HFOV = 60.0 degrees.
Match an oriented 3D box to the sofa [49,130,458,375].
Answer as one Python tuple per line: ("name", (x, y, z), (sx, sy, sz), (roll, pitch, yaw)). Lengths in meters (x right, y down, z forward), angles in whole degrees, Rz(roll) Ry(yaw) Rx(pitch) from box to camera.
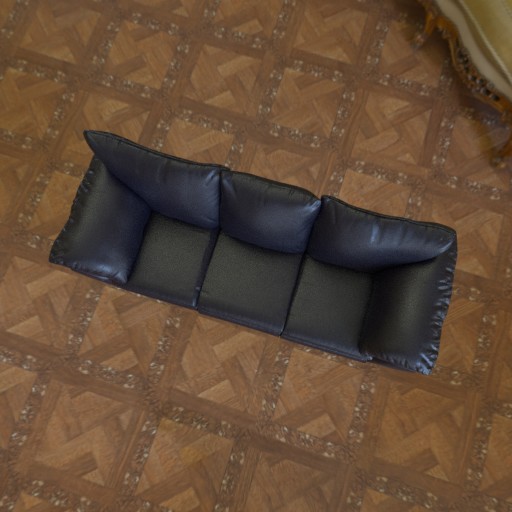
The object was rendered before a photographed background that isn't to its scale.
("sofa", (0.000, 0.000, 2.846), (2.336, 1.073, 0.880), (16, 76, 4))
